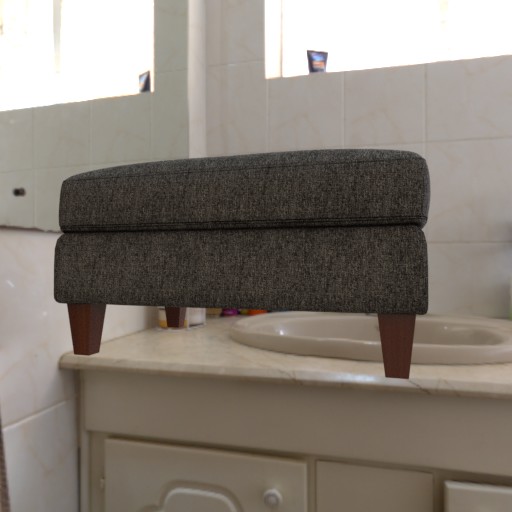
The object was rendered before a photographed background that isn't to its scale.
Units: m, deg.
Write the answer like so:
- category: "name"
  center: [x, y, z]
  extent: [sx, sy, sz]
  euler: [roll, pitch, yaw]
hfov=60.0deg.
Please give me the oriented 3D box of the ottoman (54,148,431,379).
- category: "ottoman"
  center: [0.000, 0.000, 1.210]
  extent: [0.864, 0.483, 0.584]
  euler: [0, -1, 17]
